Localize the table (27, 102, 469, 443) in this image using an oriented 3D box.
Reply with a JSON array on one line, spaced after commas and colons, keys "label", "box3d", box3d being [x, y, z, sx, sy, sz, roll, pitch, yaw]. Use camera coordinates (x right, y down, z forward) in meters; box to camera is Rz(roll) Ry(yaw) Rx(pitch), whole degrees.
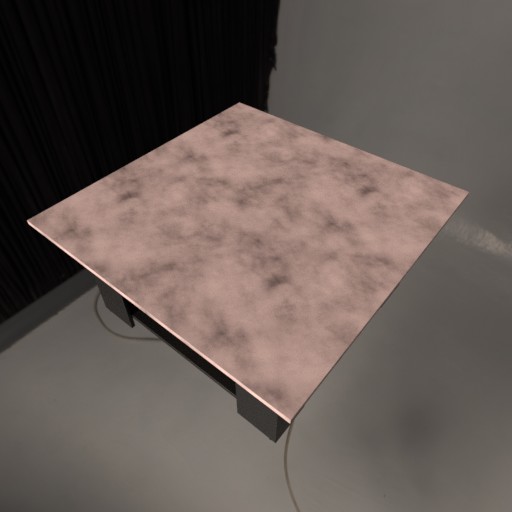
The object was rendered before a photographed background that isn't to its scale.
[{"label": "table", "box3d": [0.000, 0.000, 1.053, 0.670, 0.305, 0.670, 30, 53, 26]}]
